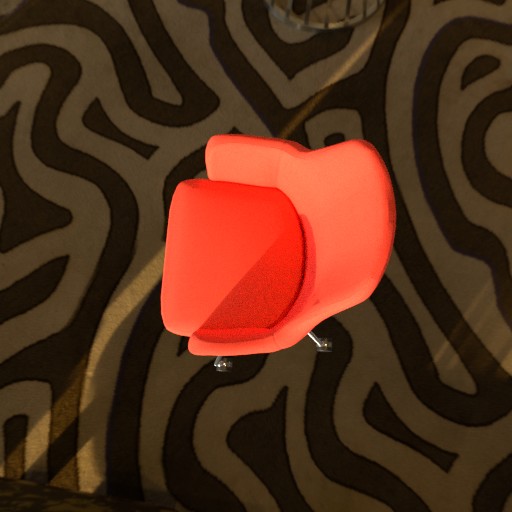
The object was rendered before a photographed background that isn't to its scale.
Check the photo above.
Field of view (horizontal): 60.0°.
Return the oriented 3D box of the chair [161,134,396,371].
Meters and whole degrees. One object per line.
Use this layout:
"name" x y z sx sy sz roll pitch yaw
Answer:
"chair" 0.000 0.000 1.279 0.600 0.820 0.655 3 76 1
